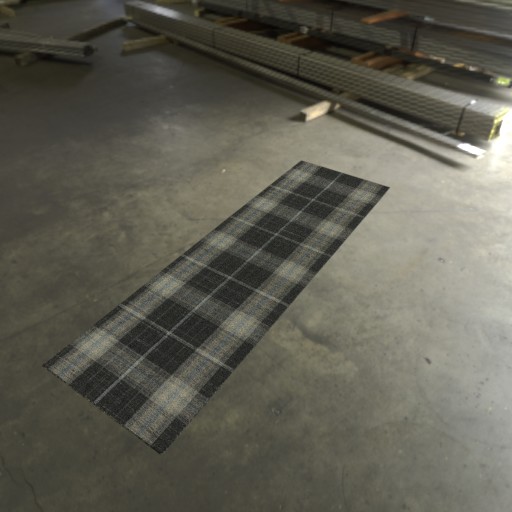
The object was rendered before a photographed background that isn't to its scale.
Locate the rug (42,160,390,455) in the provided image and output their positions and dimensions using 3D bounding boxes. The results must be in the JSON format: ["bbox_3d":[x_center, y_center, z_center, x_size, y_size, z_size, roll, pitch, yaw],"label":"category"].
[{"bbox_3d":[0.000,0.000,2.669,0.760,0.012,2.434,23,45,26],"label":"rug"}]
